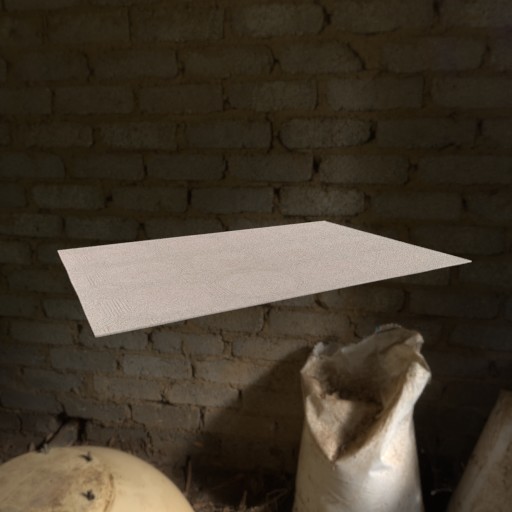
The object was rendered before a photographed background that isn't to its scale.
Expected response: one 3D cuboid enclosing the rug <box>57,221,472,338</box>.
[{"bbox_3d":[0.000,0.000,2.353,1.839,0.009,1.236,-8,17,-27],"label":"rug"}]
